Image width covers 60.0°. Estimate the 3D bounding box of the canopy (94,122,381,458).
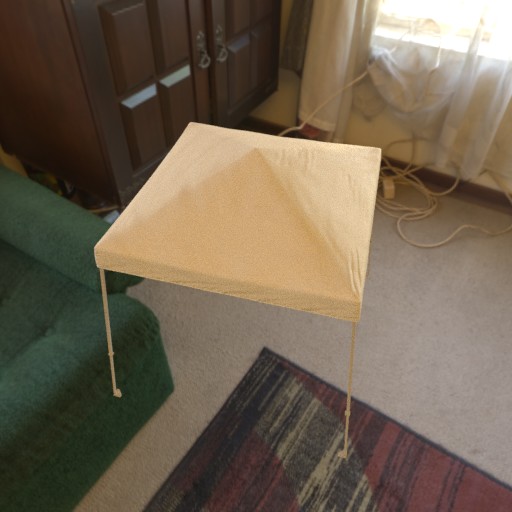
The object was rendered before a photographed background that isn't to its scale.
[{"bbox_3d":[0.000,0.000,6.504,3.599,3.600,3.600,11,46,11],"label":"canopy"}]
